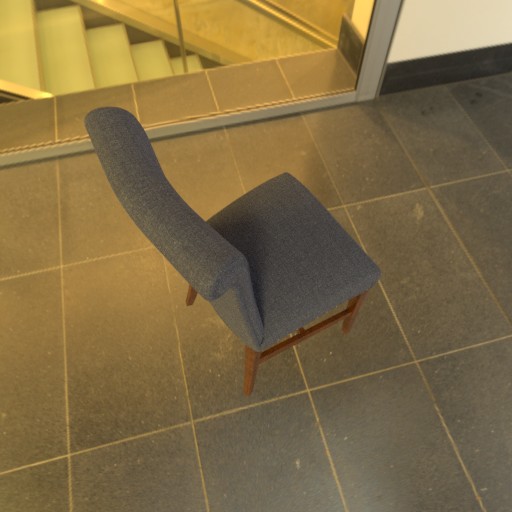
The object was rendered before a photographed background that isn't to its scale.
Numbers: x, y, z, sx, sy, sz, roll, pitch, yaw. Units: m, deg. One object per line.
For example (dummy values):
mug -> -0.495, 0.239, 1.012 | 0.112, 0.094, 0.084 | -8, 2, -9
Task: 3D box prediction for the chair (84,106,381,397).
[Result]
chair -> 0.000, 0.000, 1.320 | 0.608, 0.988, 0.513 | -30, 63, -17
